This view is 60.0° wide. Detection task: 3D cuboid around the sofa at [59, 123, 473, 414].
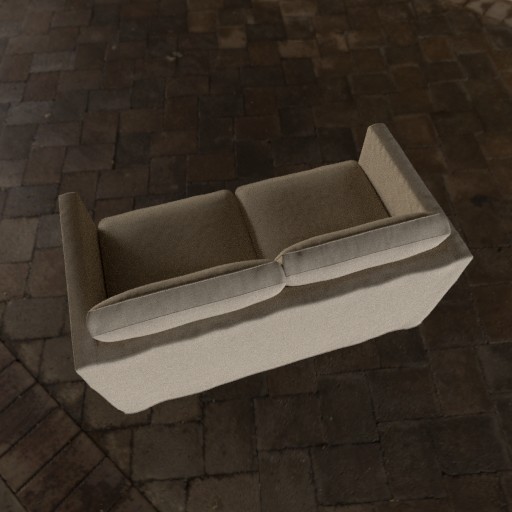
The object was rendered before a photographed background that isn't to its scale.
[{"bbox_3d":[0.000,0.000,2.293,1.766,0.828,0.956,-15,59,-9],"label":"sofa"}]
